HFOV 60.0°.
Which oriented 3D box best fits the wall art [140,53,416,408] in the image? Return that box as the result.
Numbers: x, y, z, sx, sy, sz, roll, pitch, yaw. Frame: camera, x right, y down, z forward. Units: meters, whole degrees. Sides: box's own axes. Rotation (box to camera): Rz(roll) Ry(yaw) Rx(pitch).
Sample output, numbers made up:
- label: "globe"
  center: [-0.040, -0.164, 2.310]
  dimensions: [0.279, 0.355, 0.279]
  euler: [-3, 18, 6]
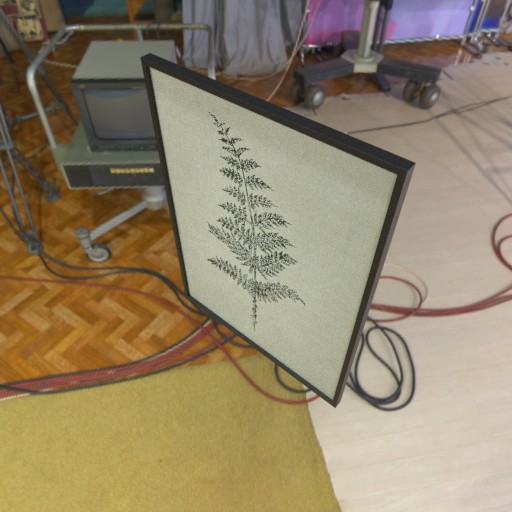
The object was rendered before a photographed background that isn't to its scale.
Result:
- label: "wall art"
  center: [0.000, 0.000, 1.437]
  dimensions: [0.802, 1.070, 0.036]
  euler: [32, 55, 26]
